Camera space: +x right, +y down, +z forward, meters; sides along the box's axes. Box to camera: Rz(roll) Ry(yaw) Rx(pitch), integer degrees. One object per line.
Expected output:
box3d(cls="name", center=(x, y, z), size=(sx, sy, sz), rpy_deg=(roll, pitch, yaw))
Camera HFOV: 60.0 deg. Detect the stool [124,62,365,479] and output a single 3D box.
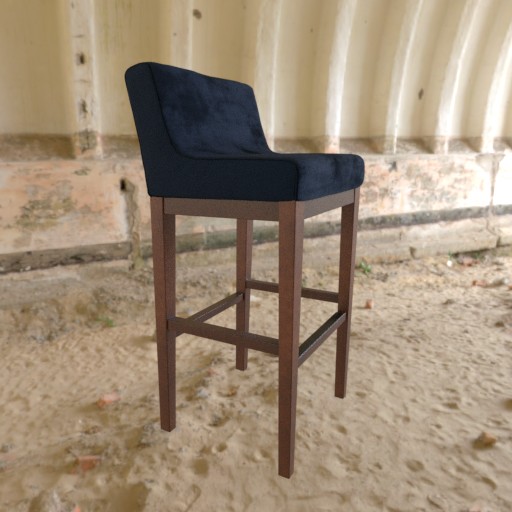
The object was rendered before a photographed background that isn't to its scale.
box3d(cls="stool", center=(0.000, 0.000, 1.312), size=(0.500, 1.037, 0.511), rpy_deg=(8, 16, 28))
